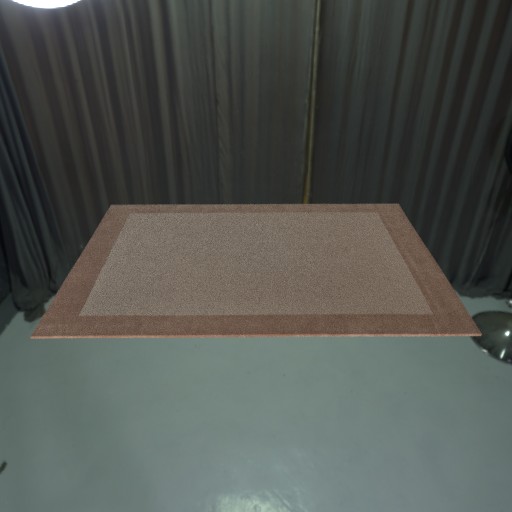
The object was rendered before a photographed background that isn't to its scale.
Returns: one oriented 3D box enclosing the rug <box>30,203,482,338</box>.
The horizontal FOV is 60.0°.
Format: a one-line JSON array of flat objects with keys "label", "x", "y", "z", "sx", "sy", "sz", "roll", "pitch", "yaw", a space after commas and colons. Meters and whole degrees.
[{"label": "rug", "x": 0.000, "y": 0.000, "z": 2.306, "sx": 1.829, "sy": 0.014, "sz": 1.219, "roll": 0, "pitch": 32, "yaw": 0}]
